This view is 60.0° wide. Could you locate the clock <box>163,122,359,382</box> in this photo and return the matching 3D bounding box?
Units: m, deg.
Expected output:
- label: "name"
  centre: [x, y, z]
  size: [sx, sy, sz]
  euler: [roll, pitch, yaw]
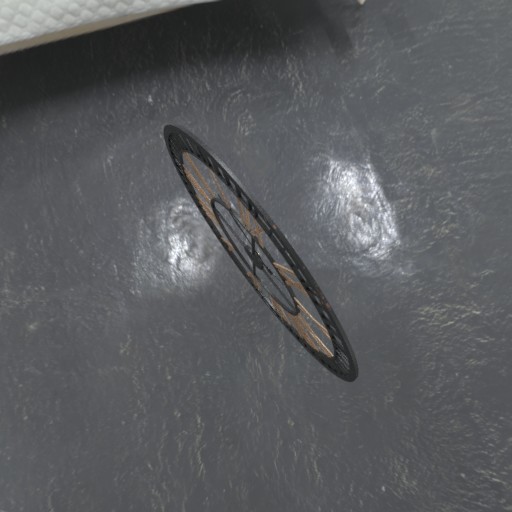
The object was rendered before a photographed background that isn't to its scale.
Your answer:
- label: "clock"
  centre: [0.000, 0.000, 1.250]
  size: [0.025, 0.843, 0.843]
  euler: [-36, 77, -9]
